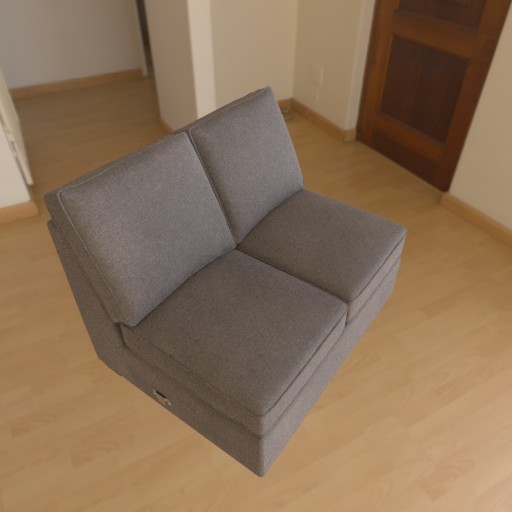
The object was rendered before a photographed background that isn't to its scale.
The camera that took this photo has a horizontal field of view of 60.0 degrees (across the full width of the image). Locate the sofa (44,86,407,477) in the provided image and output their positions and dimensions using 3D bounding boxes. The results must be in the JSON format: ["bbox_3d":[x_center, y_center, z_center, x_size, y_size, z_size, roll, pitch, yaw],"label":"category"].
[{"bbox_3d":[0.000,0.000,1.934,0.951,1.008,1.237,25,46,27],"label":"sofa"}]
